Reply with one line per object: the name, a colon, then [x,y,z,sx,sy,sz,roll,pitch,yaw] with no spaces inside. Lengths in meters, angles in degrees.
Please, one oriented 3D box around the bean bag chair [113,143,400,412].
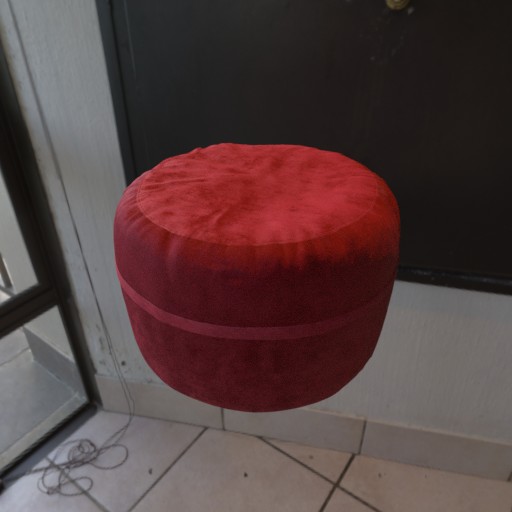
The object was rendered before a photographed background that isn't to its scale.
bean bag chair: [0.000,0.000,1.996,1.219,0.762,1.219,0,33,0]
